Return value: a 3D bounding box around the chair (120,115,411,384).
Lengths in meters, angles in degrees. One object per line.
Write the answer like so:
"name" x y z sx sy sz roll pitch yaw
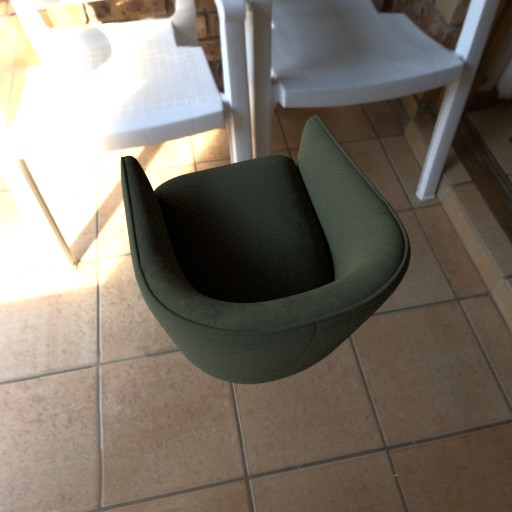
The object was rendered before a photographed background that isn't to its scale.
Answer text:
"chair" 0.000 0.000 1.472 0.747 0.799 0.875 -15 59 -9
